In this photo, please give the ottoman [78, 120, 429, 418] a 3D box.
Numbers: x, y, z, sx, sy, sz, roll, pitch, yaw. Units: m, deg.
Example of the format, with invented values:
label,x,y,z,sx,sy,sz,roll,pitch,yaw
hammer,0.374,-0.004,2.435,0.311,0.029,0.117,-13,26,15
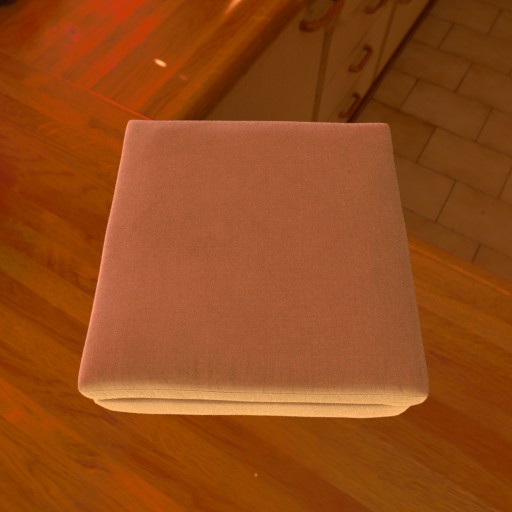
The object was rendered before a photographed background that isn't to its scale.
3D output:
label,x,y,z,sx,sy,sz,roll,pitch,yaw
ottoman,0.000,0.000,1.804,1.171,0.517,1.203,1,64,0
